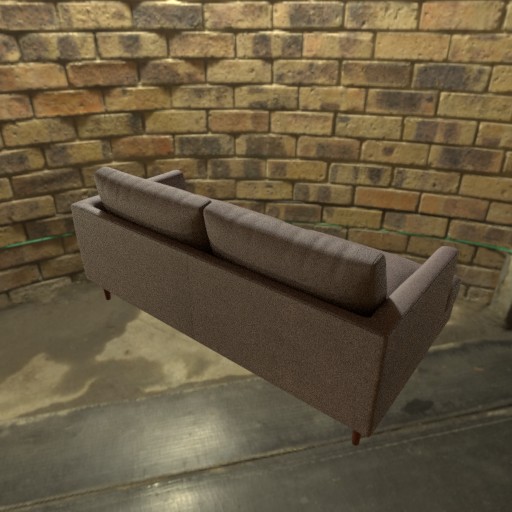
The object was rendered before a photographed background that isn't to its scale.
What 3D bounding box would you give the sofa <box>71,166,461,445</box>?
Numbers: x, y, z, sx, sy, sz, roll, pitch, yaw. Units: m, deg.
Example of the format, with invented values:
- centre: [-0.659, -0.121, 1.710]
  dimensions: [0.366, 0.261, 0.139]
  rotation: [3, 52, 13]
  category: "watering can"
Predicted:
- centre: [0.000, 0.000, 2.470]
  dimensions: [1.948, 0.868, 1.020]
  rotation: [21, 35, 33]
  category: "sofa"
